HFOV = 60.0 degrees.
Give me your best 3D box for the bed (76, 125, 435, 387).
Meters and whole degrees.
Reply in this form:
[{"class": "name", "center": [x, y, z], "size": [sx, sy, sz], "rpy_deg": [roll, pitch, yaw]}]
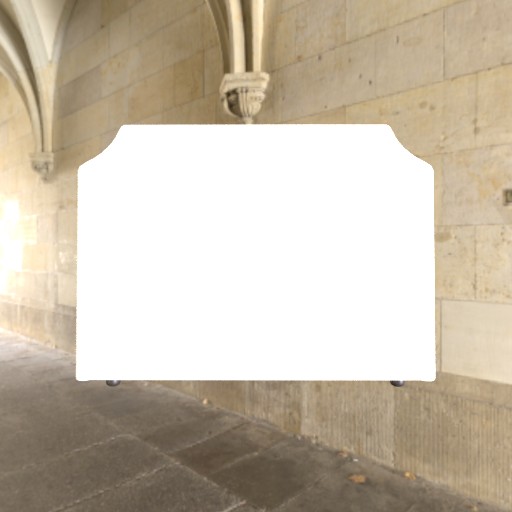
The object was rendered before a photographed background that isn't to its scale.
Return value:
[{"class": "bed", "center": [0.000, 0.000, 3.799], "size": [2.134, 1.524, 2.548], "rpy_deg": [0, 0, 0]}]
